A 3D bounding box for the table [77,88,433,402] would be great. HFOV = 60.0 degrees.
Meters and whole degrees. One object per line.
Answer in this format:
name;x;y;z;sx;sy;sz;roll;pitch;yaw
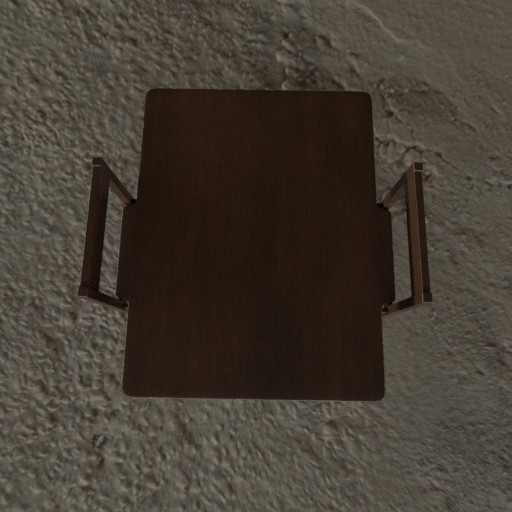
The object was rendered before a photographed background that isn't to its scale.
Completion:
table;0.000;0.000;1.108;0.672;0.503;0.650;1;77;0
